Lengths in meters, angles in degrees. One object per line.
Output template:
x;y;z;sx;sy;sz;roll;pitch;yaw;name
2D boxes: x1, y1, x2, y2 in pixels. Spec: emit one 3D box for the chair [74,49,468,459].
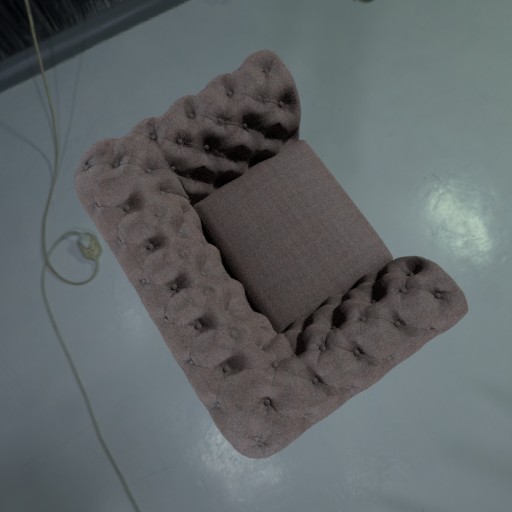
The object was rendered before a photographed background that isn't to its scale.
0.000;0.000;1.873;0.945;0.780;1.298;-33;78;-8;chair
